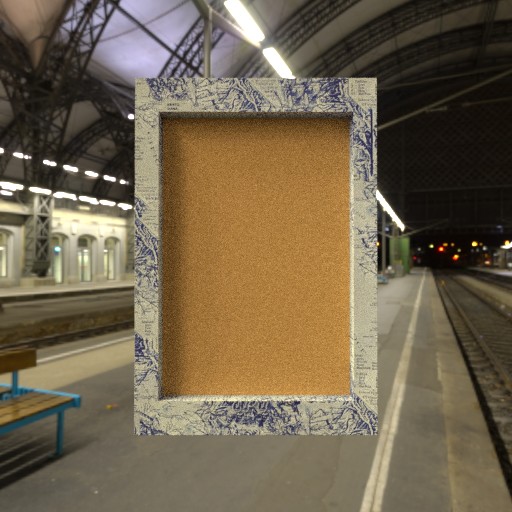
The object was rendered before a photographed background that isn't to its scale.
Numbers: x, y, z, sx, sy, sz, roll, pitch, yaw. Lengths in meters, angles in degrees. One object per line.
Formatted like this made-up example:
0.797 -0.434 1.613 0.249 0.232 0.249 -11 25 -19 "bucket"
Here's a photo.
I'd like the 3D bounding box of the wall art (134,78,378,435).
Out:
0.000 0.000 0.478 0.255 0.376 0.025 0 -1 0 "wall art"
